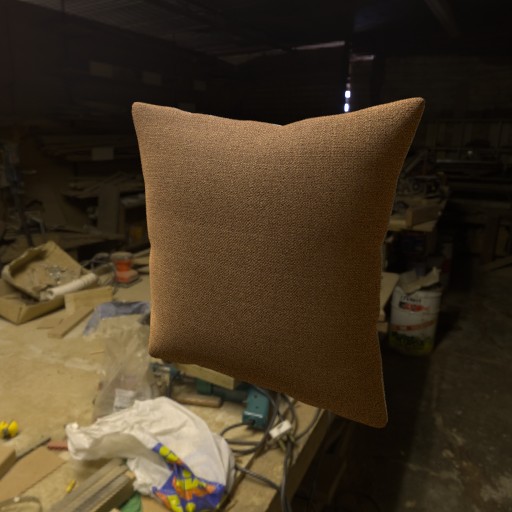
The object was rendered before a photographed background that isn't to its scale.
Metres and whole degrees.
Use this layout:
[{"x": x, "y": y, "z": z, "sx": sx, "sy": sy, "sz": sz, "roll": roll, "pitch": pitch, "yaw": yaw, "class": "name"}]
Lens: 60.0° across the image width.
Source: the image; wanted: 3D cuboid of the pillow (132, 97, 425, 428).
[{"x": 0.000, "y": 0.000, "z": 0.653, "sx": 0.432, "sy": 0.437, "sz": 0.147, "roll": 8, "pitch": 18, "yaw": 27, "class": "pillow"}]
